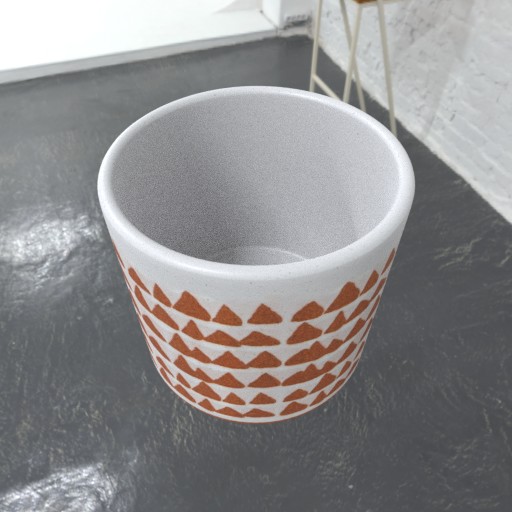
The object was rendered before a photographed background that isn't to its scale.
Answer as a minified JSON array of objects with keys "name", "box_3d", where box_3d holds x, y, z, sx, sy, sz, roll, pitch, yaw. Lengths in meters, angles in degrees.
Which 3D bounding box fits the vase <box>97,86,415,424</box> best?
[{"name":"vase","box_3d":[0.000,0.000,0.241,0.137,0.127,0.137,0,47,0]}]
